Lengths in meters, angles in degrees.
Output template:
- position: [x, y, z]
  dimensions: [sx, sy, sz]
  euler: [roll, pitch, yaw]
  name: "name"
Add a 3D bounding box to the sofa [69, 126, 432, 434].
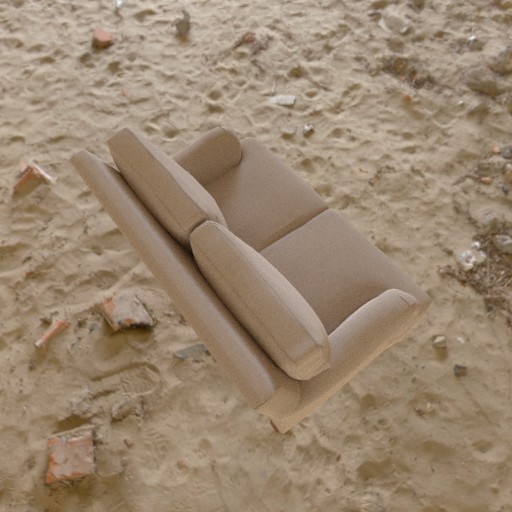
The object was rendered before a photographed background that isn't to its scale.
- position: [0.000, 0.000, 2.275]
  dimensions: [1.087, 1.048, 1.508]
  euler: [-32, 62, -20]
  name: "sofa"
